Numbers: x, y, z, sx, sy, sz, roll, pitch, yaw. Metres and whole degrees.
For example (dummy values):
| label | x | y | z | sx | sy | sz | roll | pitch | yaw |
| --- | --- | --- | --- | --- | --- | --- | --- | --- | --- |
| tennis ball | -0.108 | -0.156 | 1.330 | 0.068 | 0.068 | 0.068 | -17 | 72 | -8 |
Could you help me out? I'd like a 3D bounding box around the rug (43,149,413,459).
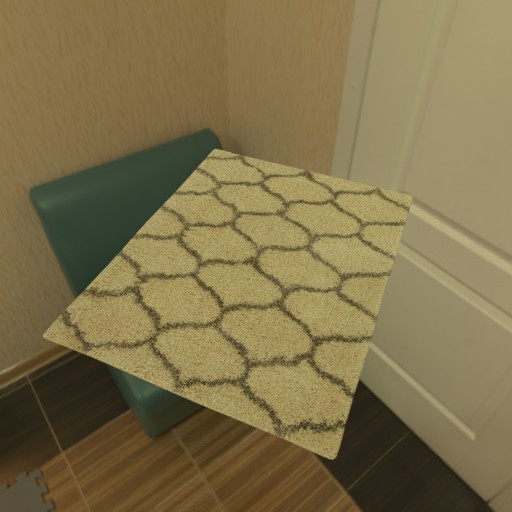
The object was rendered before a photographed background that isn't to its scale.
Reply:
| label | x | y | z | sx | sy | sz | roll | pitch | yaw |
| --- | --- | --- | --- | --- | --- | --- | --- | --- | --- |
| rug | 0.000 | 0.000 | 4.134 | 2.399 | 0.026 | 3.000 | 17 | 48 | 16 |
